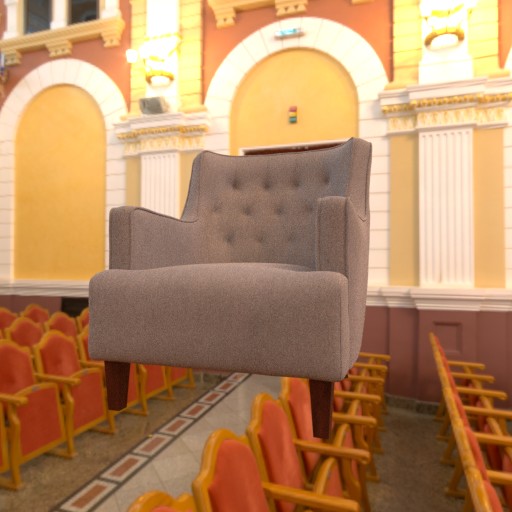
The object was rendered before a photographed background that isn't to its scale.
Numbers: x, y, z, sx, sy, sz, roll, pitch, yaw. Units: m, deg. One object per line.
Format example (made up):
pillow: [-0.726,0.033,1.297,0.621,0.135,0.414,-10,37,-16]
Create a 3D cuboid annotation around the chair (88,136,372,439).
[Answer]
chair: [0.000,0.000,1.584,0.781,0.919,0.910,0,0,19]
